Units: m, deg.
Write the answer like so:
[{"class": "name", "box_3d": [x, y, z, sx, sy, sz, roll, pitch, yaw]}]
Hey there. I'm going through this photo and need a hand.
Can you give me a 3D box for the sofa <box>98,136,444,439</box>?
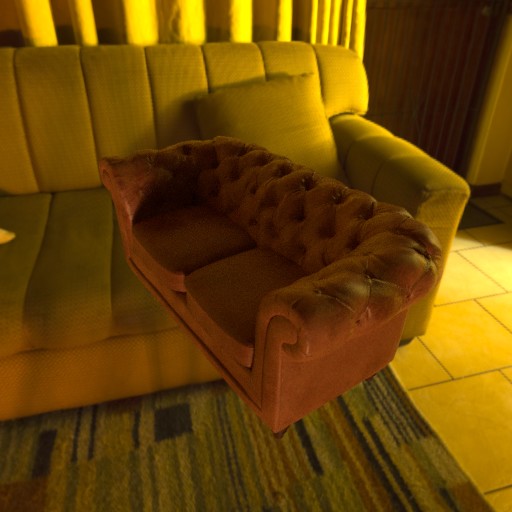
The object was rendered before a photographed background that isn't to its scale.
[{"class": "sofa", "box_3d": [0.000, 0.000, 2.501, 1.042, 0.877, 1.979, -21, 38, -29]}]
